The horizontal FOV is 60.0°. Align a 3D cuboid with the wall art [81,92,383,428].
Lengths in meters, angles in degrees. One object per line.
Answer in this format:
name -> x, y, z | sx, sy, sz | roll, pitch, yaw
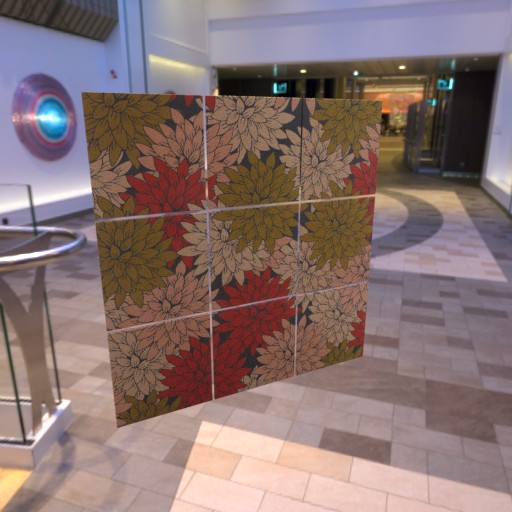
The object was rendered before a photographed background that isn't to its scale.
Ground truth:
wall art -> 0.000, 0.000, 2.268 | 1.519, 1.534, 0.013 | -8, 19, -26
